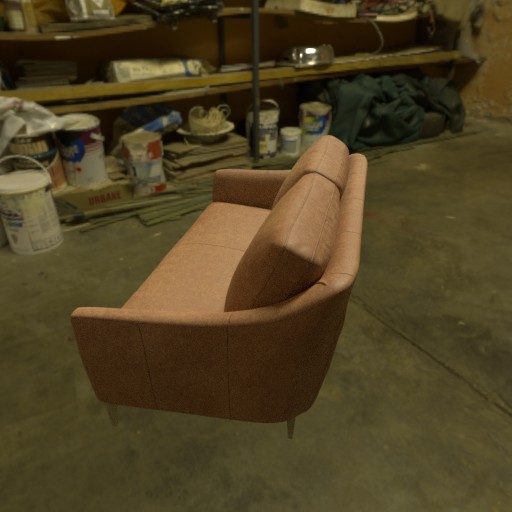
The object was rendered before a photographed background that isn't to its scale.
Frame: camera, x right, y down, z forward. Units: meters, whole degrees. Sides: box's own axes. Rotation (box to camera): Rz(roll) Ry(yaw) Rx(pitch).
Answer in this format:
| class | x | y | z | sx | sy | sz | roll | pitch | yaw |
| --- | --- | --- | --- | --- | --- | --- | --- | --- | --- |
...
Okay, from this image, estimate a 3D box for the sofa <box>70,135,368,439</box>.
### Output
| class | x | y | z | sx | sy | sz | roll | pitch | yaw |
| --- | --- | --- | --- | --- | --- | --- | --- | --- | --- |
| sofa | 0.000 | 0.000 | 2.166 | 0.960 | 0.902 | 1.619 | 7 | 30 | 12 |
